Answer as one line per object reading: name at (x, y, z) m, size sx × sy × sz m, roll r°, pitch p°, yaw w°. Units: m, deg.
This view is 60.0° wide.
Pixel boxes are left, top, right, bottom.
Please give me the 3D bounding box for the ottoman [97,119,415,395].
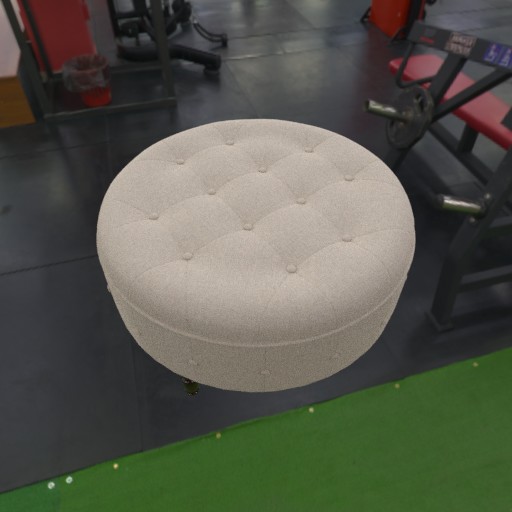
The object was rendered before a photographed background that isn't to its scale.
ottoman at (0.000, 0.000, 1.337) m, size 0.848 × 0.494 × 0.848 m, roll 0°, pitch 47°, yaw 0°
